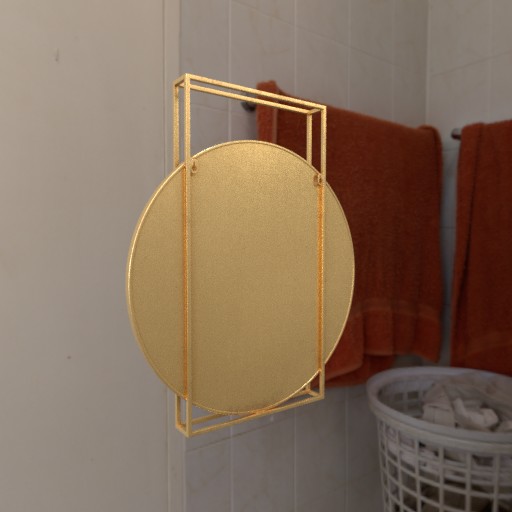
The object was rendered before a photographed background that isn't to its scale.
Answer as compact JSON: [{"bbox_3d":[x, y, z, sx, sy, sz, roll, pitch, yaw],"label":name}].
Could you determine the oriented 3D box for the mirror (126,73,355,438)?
[{"bbox_3d":[0.000,0.000,0.843,0.508,0.603,0.051,-2,3,-35],"label":"mirror"}]
